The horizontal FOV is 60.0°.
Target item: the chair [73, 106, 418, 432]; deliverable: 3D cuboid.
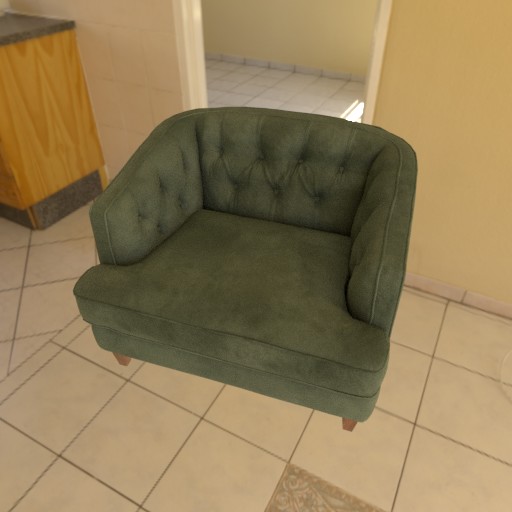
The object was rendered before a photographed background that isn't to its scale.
[{"bbox_3d":[0.000,0.000,1.763,1.104,0.852,0.941,12,40,14],"label":"chair"}]
